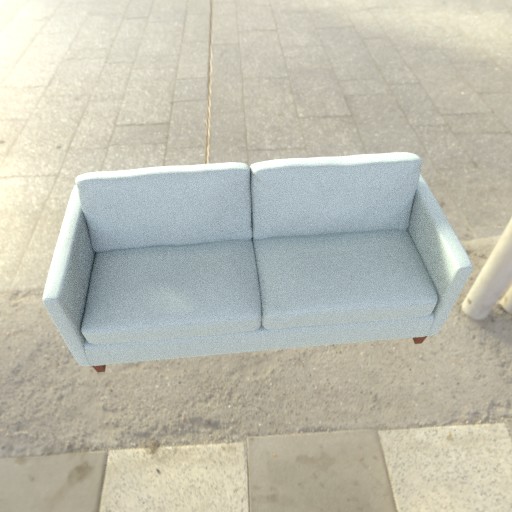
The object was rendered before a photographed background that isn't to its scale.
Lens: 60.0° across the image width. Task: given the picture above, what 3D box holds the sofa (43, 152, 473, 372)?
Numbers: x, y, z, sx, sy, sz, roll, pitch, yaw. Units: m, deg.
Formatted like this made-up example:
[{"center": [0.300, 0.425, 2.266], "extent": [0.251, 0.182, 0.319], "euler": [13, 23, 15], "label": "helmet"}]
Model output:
[{"center": [0.000, 0.000, 2.710], "extent": [2.208, 0.965, 0.951], "euler": [-4, 47, -4], "label": "sofa"}]
